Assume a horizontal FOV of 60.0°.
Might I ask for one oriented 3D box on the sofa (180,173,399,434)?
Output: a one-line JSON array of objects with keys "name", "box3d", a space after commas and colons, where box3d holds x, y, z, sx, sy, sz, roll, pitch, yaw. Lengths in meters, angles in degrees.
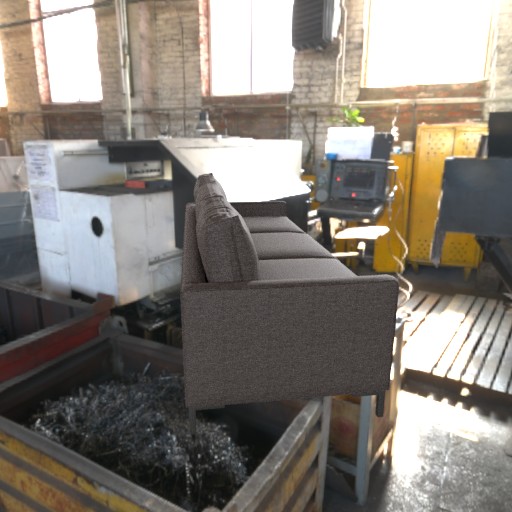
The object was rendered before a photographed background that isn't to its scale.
[{"name": "sofa", "box3d": [0.000, 0.000, 2.775, 0.876, 0.882, 2.253, -2, 15, -8]}]
